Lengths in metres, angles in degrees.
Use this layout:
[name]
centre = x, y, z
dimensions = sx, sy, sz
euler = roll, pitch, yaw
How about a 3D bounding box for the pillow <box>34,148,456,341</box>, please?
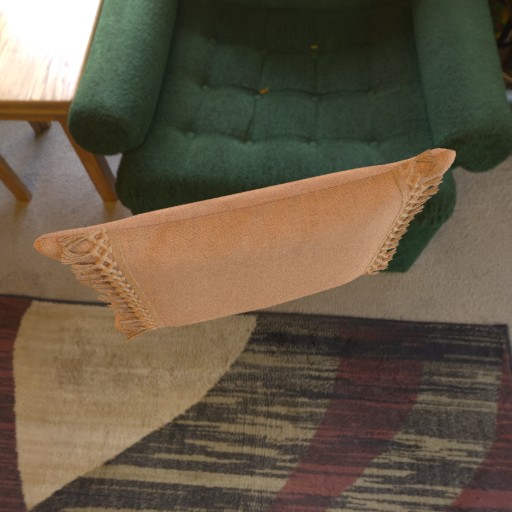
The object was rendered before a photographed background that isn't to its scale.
[pillow]
centre = 0.000, 0.000, 0.602
dimensions = 0.466, 0.305, 0.084
euler = -13, 65, -6
